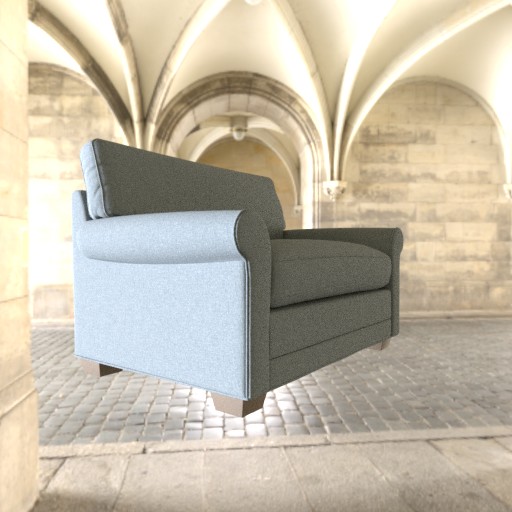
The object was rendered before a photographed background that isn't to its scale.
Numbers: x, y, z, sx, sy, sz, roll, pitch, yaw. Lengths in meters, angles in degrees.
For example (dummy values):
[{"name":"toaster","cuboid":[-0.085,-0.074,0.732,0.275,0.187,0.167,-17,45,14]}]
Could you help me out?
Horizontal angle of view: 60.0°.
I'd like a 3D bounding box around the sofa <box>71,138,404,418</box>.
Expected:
[{"name":"sofa","cuboid":[0.000,0.000,2.050,0.940,0.953,1.410,1,1,37]}]
